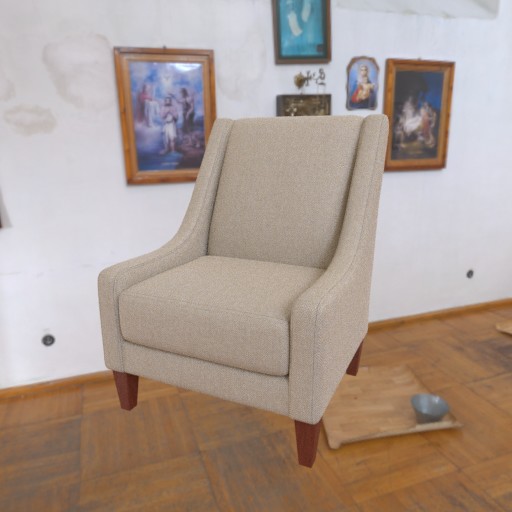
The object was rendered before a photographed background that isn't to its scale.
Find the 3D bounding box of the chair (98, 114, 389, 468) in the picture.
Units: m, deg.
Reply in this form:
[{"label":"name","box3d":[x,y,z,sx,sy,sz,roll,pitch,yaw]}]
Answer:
[{"label":"chair","box3d":[0.000,0.000,1.624,0.774,1.014,0.870,7,16,24]}]
